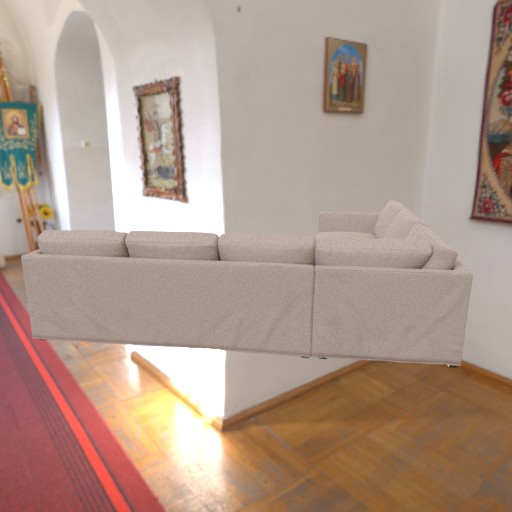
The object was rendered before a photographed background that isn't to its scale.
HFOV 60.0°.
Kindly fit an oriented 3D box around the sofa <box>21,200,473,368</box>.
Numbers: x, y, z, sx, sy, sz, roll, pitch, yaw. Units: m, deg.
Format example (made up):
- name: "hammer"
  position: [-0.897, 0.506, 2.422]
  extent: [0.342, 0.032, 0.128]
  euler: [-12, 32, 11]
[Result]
- name: "sofa"
  position: [0.000, 0.000, 4.268]
  extent: [3.182, 0.871, 2.432]
  euler: [2, 15, 8]
